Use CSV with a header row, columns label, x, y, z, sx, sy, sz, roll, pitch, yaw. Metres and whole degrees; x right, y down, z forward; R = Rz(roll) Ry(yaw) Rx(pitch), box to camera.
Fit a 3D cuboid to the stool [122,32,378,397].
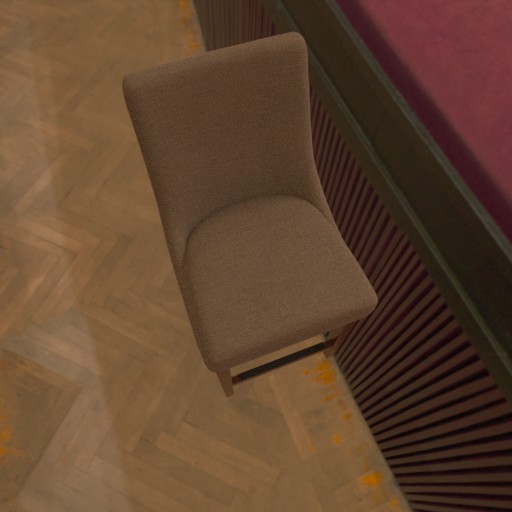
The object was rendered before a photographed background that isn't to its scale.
label,x,y,z,sx,sy,sz,roll,pitch,yaw
stool,0.000,0.000,1.278,0.470,0.981,0.577,-19,64,-9
